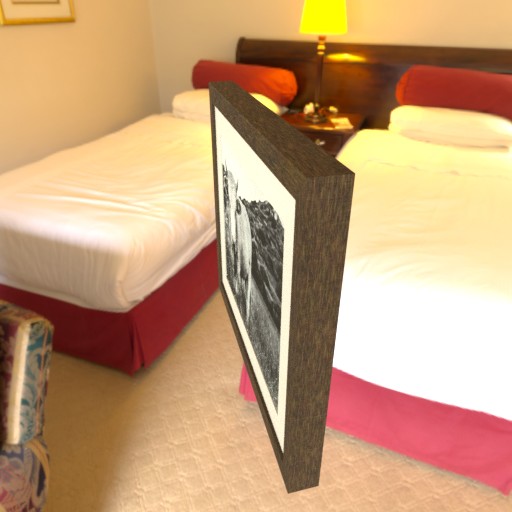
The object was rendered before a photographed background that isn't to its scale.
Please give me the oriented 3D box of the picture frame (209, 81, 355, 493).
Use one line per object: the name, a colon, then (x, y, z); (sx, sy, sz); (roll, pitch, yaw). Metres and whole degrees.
picture frame: (0.000, 0.000, 0.520); (0.033, 0.330, 0.378); (-7, 31, -13)
